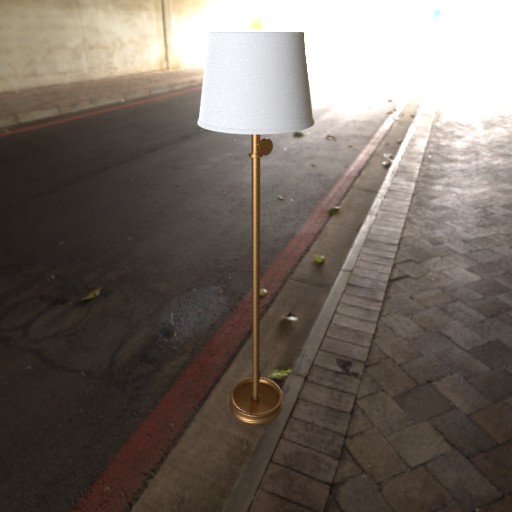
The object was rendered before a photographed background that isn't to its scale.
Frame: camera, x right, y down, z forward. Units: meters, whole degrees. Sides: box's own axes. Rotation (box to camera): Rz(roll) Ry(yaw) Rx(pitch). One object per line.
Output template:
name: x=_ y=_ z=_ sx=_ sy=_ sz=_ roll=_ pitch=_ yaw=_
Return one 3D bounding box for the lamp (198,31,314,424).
lamp: x=0.000 y=0.000 z=0.787 sx=0.178 sy=0.710 sz=0.178 roll=0 pitch=27 yaw=0
